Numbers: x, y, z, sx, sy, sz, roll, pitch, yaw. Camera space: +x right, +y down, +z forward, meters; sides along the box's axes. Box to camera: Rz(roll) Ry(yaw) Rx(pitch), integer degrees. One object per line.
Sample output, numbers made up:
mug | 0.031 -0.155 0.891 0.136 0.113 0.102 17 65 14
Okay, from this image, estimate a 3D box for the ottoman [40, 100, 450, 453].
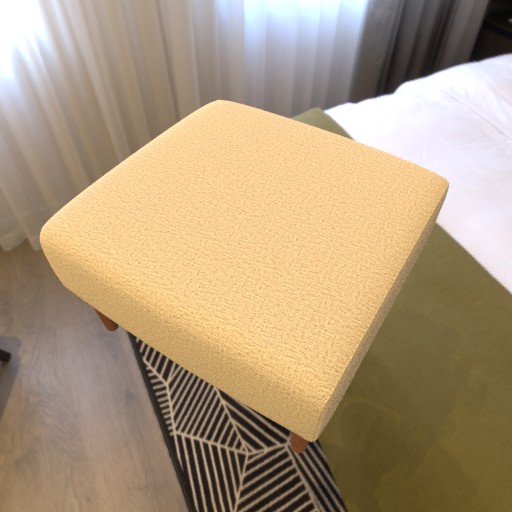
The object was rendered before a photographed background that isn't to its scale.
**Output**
ottoman | 0.000 0.000 1.045 0.650 0.398 0.649 26 53 21
